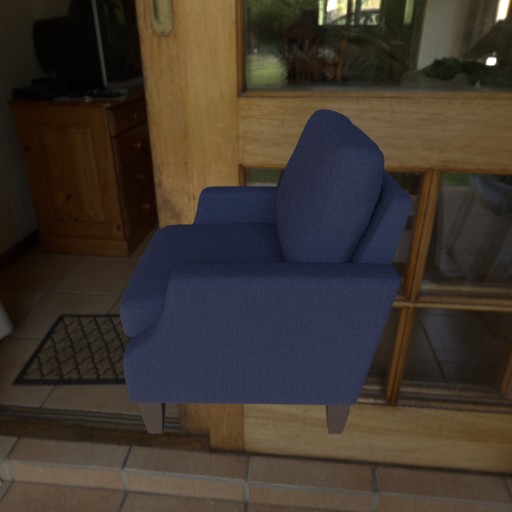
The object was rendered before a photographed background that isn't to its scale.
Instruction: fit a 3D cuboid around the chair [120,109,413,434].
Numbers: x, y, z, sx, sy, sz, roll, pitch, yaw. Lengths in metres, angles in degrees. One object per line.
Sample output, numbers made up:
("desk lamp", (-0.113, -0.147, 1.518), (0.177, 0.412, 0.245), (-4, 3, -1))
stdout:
("chair", (0.000, 0.000, 1.673), (0.897, 0.991, 0.855), (0, 26, 0))
